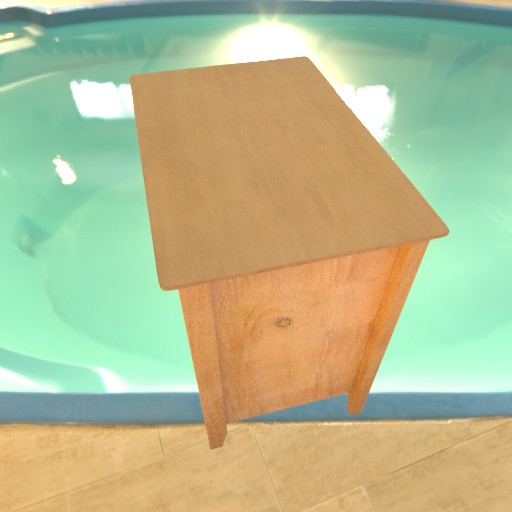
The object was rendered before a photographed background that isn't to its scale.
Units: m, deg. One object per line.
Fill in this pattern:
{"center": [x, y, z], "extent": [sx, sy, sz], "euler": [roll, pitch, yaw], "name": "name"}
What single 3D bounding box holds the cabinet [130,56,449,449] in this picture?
{"center": [0.000, 0.000, 1.249], "extent": [0.503, 0.762, 0.763], "euler": [-11, 47, -10], "name": "cabinet"}
